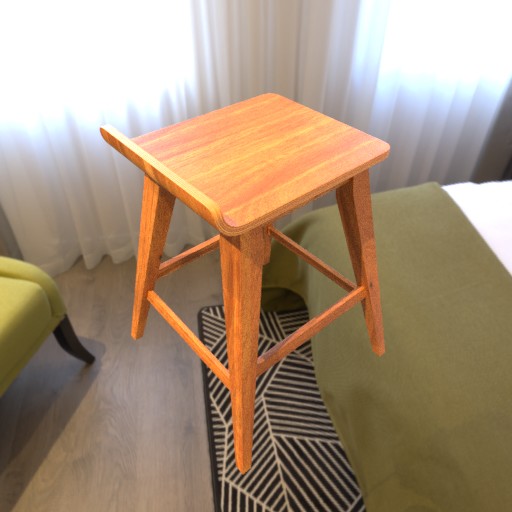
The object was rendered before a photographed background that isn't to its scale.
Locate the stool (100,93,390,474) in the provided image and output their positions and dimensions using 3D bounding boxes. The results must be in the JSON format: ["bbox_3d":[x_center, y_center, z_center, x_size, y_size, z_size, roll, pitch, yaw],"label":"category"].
[{"bbox_3d":[0.000,0.000,1.014,0.500,0.650,0.500,-30,49,-29],"label":"stool"}]
